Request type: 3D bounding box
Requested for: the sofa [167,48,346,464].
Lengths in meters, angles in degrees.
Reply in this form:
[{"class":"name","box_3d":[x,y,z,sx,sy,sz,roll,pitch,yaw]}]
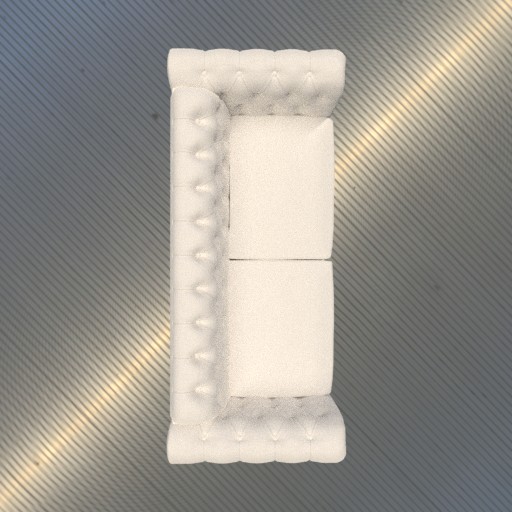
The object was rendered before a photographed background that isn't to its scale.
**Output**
[{"class":"sofa","box_3d":[0.000,0.000,2.241,0.771,0.796,1.798,0,90,-1]}]
